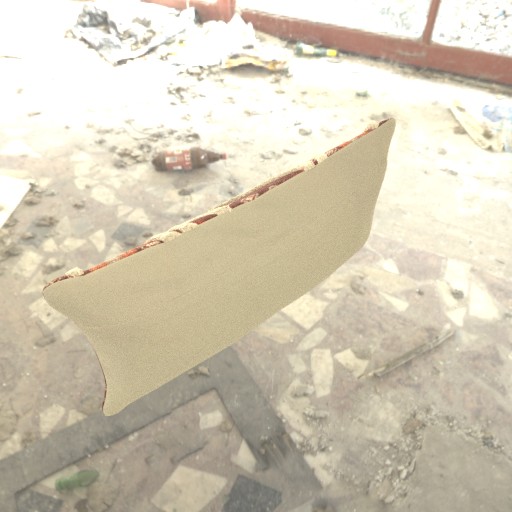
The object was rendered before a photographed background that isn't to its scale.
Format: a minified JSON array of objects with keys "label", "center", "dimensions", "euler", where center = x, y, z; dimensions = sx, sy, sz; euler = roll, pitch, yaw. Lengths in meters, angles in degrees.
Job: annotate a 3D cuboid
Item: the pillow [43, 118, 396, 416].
[{"label":"pillow","center":[0.000,0.000,0.713],"dimensions":[0.608,0.295,0.161],"euler":[-31,52,-27]}]
